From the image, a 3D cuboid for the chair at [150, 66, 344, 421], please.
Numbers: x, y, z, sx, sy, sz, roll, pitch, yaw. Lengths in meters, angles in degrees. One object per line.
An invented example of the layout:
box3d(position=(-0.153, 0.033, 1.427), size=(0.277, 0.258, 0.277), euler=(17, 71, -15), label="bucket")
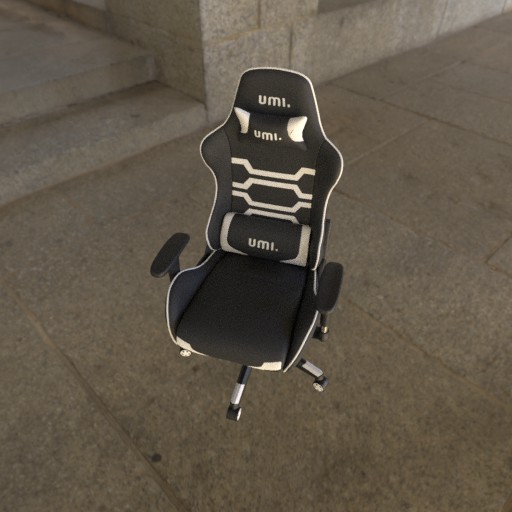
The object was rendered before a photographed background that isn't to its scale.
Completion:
box3d(position=(0.000, 0.000, 1.660), size=(0.700, 1.240, 0.700), euler=(11, 43, 12), label="chair")
